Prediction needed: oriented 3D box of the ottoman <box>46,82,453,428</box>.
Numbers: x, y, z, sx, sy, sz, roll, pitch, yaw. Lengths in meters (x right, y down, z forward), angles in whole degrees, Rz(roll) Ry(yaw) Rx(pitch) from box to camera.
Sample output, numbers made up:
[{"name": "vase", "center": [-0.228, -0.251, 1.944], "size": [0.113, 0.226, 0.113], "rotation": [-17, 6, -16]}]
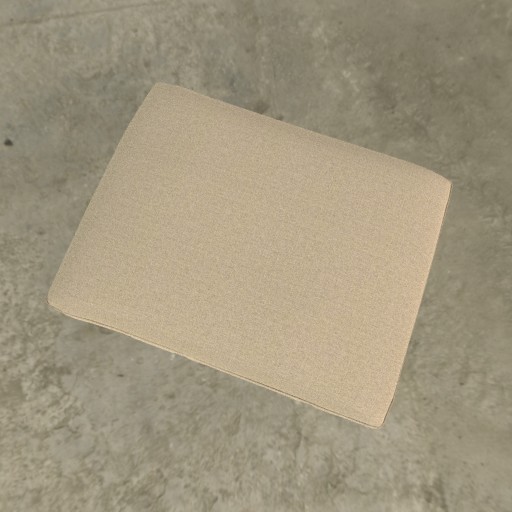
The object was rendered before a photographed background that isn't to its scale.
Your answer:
[{"name": "ottoman", "center": [0.000, 0.000, 1.016], "size": [0.684, 0.463, 0.541], "rotation": [20, 77, 5]}]
